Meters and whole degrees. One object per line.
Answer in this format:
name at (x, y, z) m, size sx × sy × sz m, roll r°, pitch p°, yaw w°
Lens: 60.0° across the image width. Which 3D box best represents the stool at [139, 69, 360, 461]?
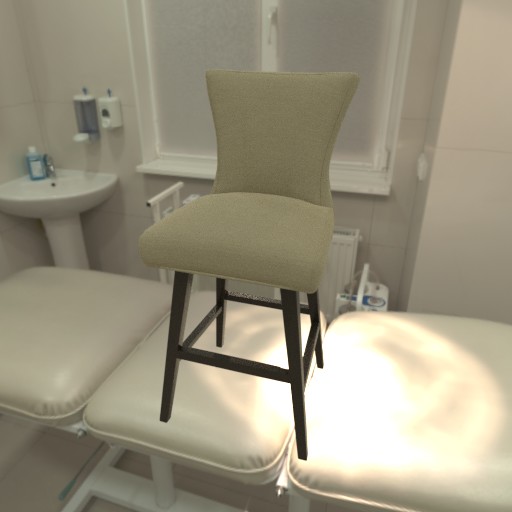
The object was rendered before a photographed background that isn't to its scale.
stool at (0.000, 0.000, 1.440) m, size 0.514 × 1.086 × 0.574 m, roll 8°, pitch 28°, yaw 16°
